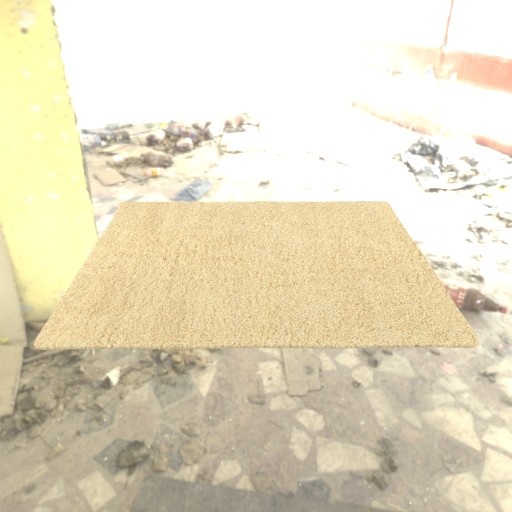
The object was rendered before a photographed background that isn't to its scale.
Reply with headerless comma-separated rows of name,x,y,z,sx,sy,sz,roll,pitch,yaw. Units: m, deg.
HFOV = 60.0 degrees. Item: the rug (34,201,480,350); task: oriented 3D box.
rug,0.000,0.000,3.968,3.001,0.025,2.401,0,30,0
